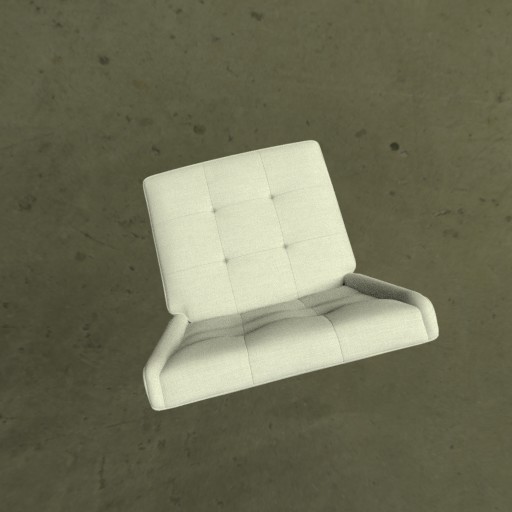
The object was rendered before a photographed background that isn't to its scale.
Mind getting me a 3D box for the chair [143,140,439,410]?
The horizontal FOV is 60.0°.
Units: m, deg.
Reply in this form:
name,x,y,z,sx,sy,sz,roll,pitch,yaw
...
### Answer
name,x,y,z,sx,sy,sz,roll,pitch,yaw
chair,0.000,0.000,1.287,0.569,0.853,0.676,-13,76,-3
